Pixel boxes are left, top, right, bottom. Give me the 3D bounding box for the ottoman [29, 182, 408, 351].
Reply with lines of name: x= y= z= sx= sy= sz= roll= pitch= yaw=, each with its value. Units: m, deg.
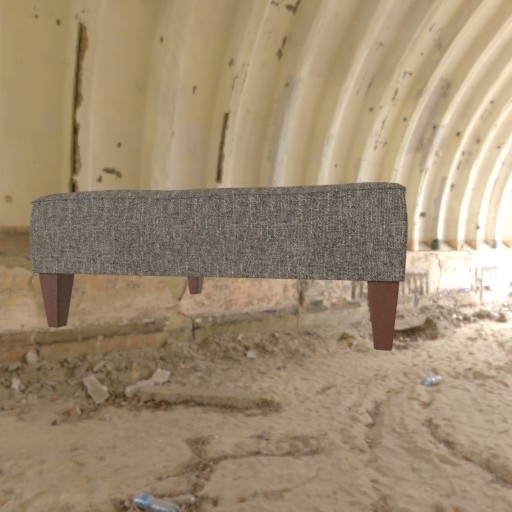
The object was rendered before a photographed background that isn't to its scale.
ottoman: x=0.000 y=0.000 z=1.519 sx=0.981 sy=0.379 sz=1.016 roll=0 pitch=1 yaw=18
